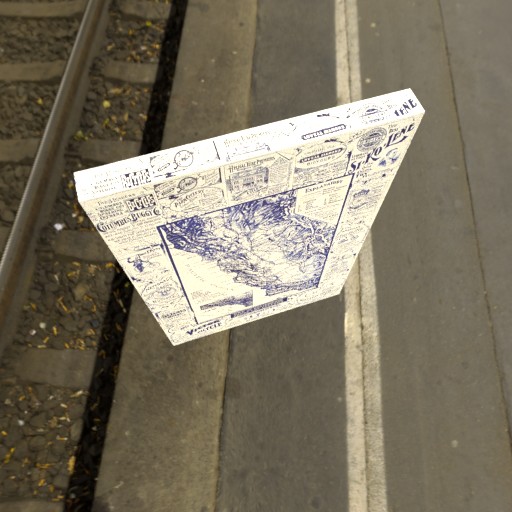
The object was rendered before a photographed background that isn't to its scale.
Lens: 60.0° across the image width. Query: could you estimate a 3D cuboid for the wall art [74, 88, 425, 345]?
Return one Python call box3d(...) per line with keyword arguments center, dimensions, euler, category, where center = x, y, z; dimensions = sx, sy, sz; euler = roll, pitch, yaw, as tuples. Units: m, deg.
box3d(center=(0.000, 0.000, 0.484), dimensions=(0.255, 0.376, 0.025), euler=(-16, 65, -8), category="wall art")
